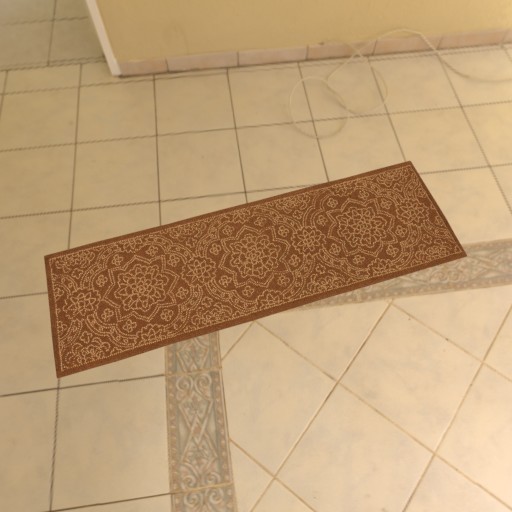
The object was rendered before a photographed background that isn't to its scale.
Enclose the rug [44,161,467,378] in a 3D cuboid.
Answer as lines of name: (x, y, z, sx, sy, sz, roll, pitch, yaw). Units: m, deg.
rug: (0.000, 0.000, 2.676, 2.448, 0.012, 0.769, -16, 64, -8)
